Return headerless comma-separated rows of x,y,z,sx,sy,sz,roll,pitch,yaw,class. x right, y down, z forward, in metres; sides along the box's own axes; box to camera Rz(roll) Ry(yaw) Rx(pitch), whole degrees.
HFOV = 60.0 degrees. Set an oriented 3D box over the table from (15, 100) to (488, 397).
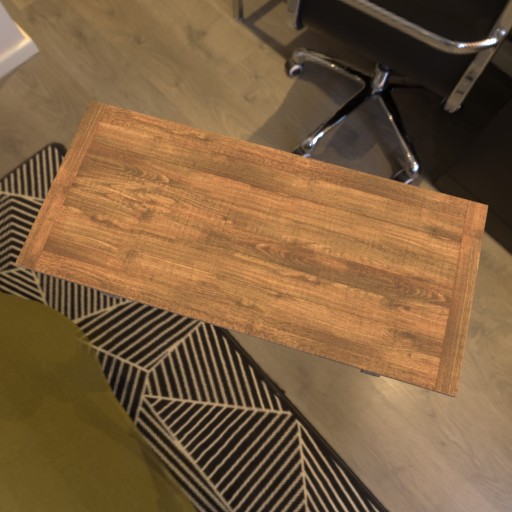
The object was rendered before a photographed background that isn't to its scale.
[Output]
0.000,0.000,2.416,2.031,0.733,0.907,16,75,5,table
